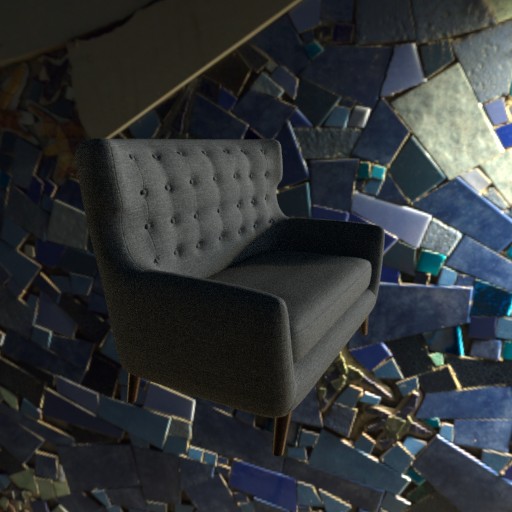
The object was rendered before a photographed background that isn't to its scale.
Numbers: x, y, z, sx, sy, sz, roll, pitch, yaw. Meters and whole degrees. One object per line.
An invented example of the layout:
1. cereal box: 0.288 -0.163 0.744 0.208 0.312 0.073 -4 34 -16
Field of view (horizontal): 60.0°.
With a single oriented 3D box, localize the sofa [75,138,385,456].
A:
1. sofa: 0.000 0.000 2.006 0.874 1.028 1.358 8 16 27
